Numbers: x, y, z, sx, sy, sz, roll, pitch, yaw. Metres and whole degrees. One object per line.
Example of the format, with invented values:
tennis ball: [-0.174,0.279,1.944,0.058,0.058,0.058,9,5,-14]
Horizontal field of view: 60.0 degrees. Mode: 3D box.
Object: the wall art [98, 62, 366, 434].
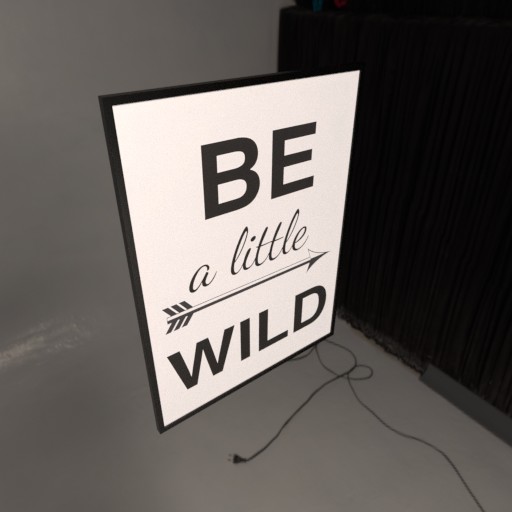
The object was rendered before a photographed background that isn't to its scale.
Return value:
wall art: [0.000,0.000,0.765,0.442,0.582,0.013,-22,37,-31]
